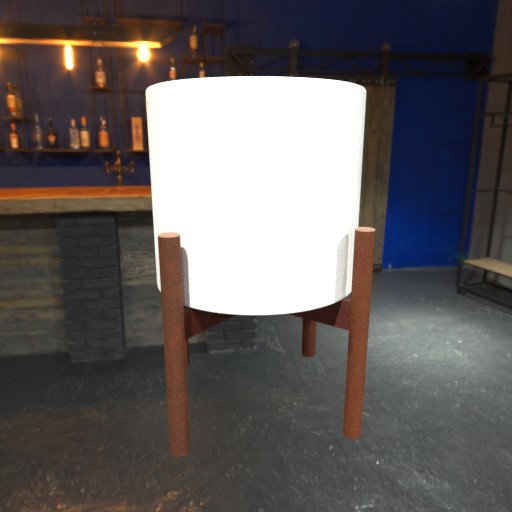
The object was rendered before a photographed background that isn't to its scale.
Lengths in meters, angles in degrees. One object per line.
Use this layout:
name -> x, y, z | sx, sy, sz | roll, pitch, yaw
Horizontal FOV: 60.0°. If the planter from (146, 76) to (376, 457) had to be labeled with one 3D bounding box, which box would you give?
planter -> 0.000, 0.000, 0.508 | 0.224, 0.358, 0.224 | -2, 15, -8
